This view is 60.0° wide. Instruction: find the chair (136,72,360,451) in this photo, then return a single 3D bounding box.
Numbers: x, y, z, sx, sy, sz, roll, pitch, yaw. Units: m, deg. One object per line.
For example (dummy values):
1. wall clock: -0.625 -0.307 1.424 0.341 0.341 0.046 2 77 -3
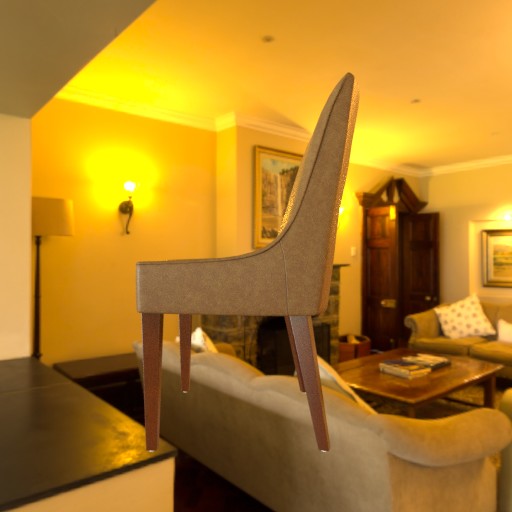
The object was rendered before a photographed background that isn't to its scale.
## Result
1. chair: 0.000 0.000 1.201 0.544 0.861 0.529 0 0 1
